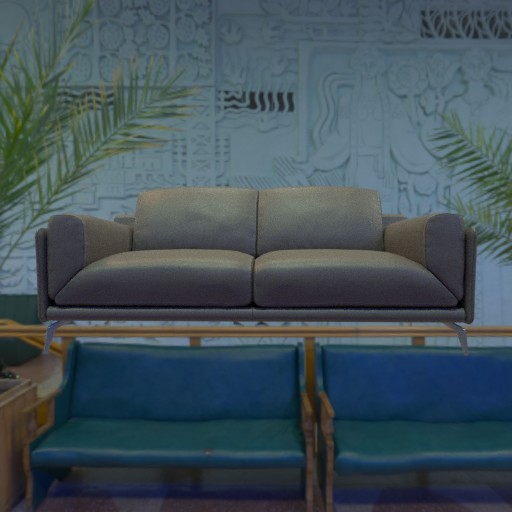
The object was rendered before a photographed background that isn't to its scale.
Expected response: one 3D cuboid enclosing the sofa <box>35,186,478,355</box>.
[{"bbox_3d":[0.000,0.000,2.585,2.101,0.930,1.049,0,0,2],"label":"sofa"}]
